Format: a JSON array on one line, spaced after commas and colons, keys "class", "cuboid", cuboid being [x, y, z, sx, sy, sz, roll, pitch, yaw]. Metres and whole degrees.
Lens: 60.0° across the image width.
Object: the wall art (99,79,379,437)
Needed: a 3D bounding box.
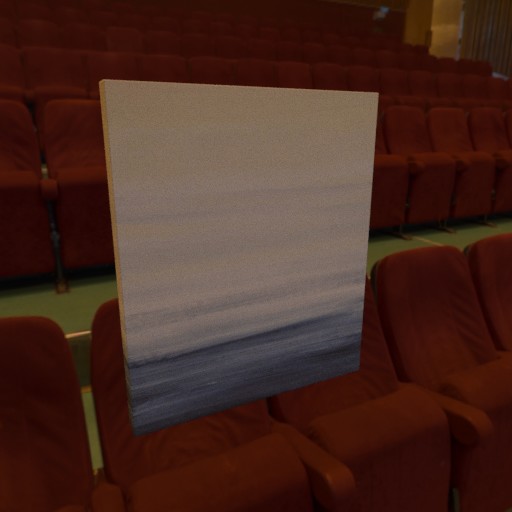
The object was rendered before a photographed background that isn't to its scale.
[{"class": "wall art", "cuboid": [0.000, 0.000, 0.719, 0.435, 0.511, 0.037, -8, 18, -26]}]
